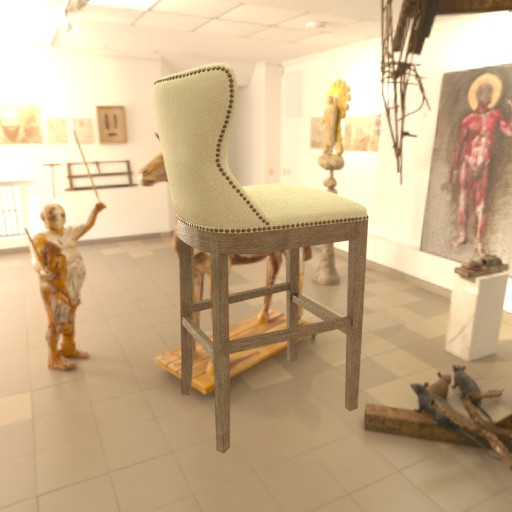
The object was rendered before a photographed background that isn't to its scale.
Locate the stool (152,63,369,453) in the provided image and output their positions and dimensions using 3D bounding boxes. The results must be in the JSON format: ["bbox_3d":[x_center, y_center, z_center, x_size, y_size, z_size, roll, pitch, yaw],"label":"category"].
[{"bbox_3d":[0.000,0.000,1.484,0.606,1.123,0.494,-8,18,-27],"label":"stool"}]
